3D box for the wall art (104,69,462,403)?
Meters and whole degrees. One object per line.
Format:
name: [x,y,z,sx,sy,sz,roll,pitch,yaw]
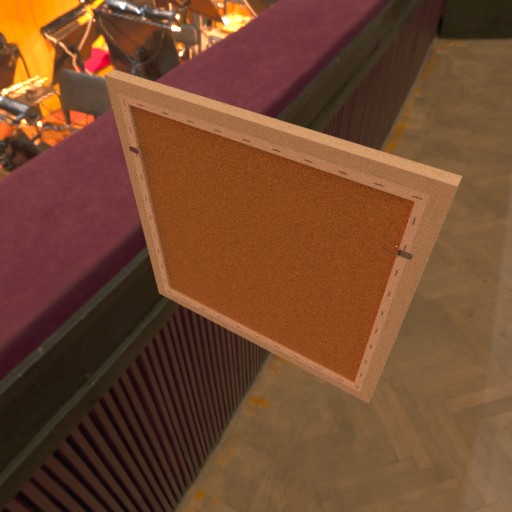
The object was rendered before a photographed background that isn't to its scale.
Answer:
wall art: [0.000,0.000,1.492,1.016,1.016,0.045,24,51,21]
